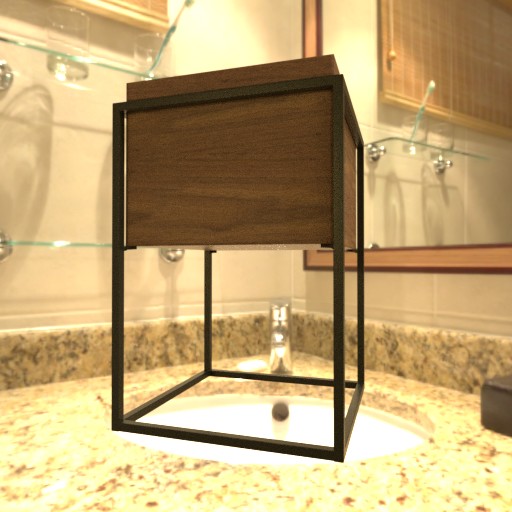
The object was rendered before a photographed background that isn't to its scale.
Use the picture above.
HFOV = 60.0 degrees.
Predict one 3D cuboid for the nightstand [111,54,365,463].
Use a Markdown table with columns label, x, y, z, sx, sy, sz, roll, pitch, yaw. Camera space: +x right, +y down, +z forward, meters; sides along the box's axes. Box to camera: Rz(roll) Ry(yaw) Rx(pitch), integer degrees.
| label | x | y | z | sx | sy | sz | roll | pitch | yaw |
| --- | --- | --- | --- | --- | --- | --- | --- | --- | --- |
| nightstand | 0.000 | 0.000 | 0.895 | 0.397 | 0.607 | 0.397 | 0 | -1 | 18 |
